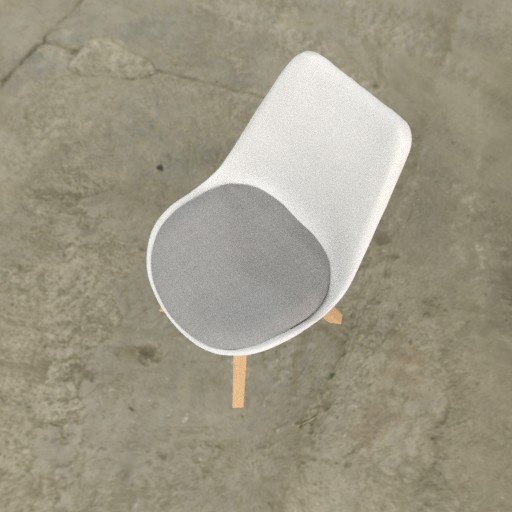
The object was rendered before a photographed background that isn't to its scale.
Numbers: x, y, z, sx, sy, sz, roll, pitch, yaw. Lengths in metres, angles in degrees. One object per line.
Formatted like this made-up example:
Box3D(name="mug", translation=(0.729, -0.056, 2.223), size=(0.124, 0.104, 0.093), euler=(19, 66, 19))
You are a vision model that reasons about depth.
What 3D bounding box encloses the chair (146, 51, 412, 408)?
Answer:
Box3D(name="chair", translation=(0.000, 0.000, 1.168), size=(0.550, 0.850, 0.485), euler=(-36, 69, -16))
